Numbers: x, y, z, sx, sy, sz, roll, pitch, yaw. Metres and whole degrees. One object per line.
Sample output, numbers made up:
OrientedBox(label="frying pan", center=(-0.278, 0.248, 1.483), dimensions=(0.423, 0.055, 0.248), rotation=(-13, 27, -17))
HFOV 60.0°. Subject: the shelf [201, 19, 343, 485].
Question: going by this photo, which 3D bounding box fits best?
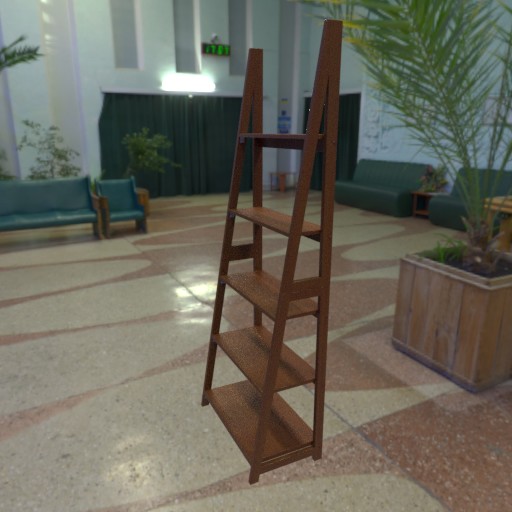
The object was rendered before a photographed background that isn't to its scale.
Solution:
OrientedBox(label="shelf", center=(0.000, 0.000, 1.947), dimensions=(0.356, 1.780, 0.630), rotation=(-8, 18, -25))
